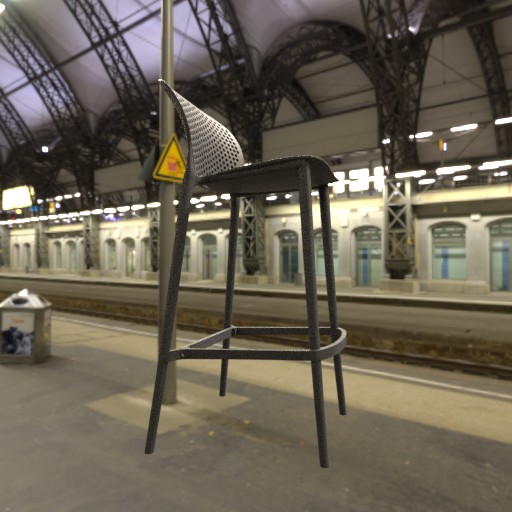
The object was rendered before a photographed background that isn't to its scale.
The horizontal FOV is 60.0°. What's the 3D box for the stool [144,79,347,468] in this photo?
[{"bbox_3d":[0.000,0.000,1.353,0.535,1.045,0.536,0,0,18],"label":"stool"}]
